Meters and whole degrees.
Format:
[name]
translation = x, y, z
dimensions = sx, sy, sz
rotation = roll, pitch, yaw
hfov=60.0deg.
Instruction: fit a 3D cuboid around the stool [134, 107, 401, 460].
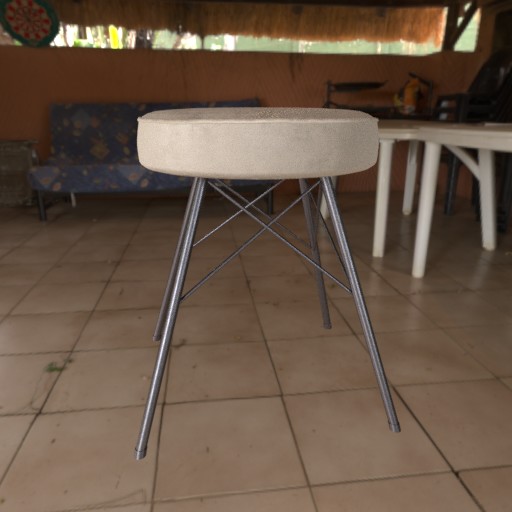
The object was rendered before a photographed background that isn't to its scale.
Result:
[stool]
translation = 0.000, 0.000, 0.852
dimensions = 0.457, 0.538, 0.423
rotation = -3, 18, -8
